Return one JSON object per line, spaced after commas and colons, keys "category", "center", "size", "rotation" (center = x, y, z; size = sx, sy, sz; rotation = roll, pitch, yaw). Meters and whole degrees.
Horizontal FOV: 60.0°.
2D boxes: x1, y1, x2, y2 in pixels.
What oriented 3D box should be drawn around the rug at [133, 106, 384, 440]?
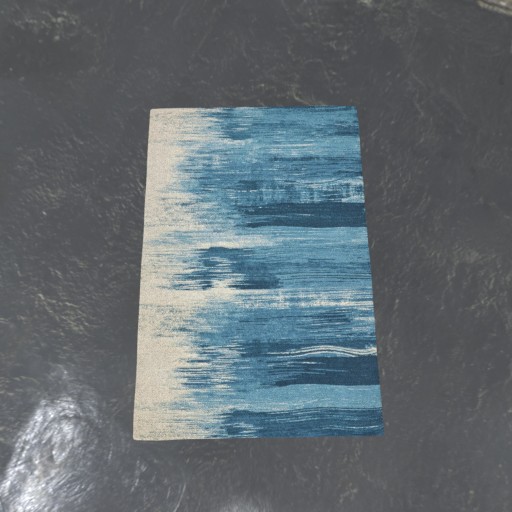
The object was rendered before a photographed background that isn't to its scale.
{"category": "rug", "center": [0.000, 0.000, 2.392], "size": [1.232, 0.009, 1.836], "rotation": [-1, 75, 0]}
